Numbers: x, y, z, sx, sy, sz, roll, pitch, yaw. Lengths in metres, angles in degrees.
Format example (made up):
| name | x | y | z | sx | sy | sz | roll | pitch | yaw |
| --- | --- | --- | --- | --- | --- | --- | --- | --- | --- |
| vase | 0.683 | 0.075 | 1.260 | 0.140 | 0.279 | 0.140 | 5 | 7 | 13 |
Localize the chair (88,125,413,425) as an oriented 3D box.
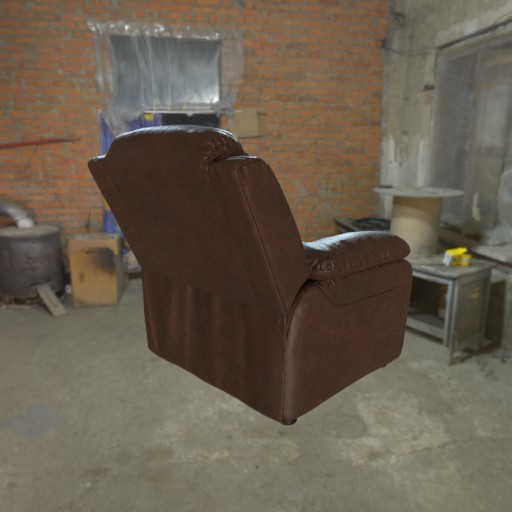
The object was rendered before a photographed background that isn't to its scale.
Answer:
| name | x | y | z | sx | sy | sz | roll | pitch | yaw |
| --- | --- | --- | --- | --- | --- | --- | --- | --- | --- |
| chair | 0.000 | 0.000 | 1.280 | 0.680 | 0.702 | 0.707 | 13 | 18 | 43 |
